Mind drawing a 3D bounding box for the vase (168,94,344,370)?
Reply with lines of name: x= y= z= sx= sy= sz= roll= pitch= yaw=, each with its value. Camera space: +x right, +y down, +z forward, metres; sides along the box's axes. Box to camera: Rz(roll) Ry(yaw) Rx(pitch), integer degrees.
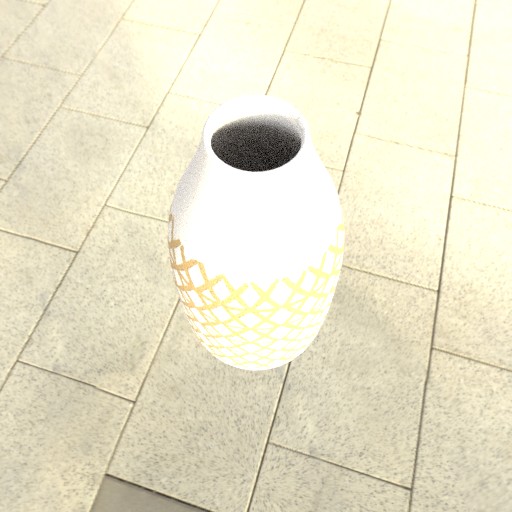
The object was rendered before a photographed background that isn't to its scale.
vase: x=0.000 y=0.000 z=0.479 sx=0.186 sy=0.380 sz=0.186 roll=0 pitch=63 yaw=0
